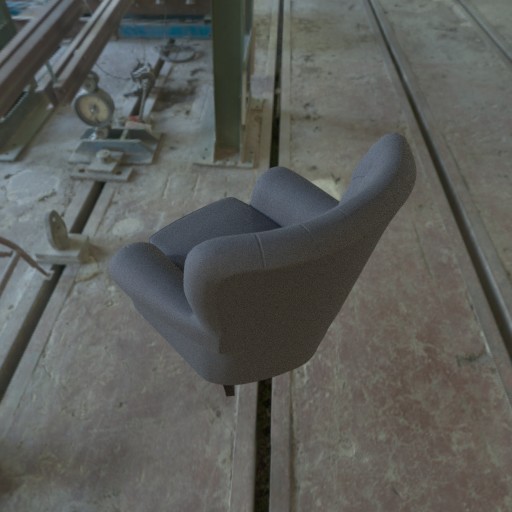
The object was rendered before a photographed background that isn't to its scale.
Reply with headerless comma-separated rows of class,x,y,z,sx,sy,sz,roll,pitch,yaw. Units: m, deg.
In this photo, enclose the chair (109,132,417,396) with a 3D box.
chair,0.000,0.000,1.792,0.983,1.046,0.983,-33,54,-28
